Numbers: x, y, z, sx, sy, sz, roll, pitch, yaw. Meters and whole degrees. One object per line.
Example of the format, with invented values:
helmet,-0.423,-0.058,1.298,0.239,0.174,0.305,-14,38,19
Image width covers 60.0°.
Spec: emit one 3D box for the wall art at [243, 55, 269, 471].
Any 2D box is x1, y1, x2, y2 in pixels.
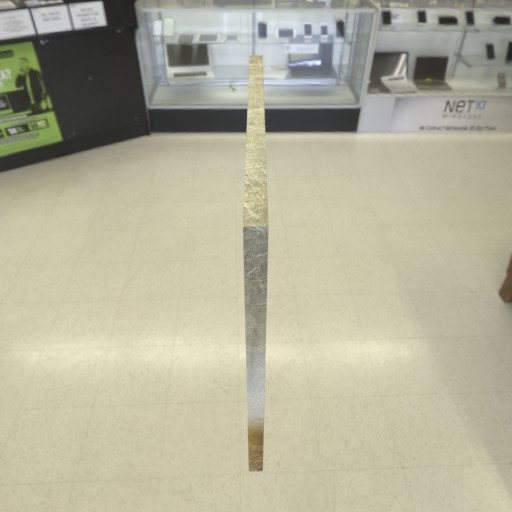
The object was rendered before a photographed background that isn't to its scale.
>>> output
wall art,0.000,0.000,1.642,0.051,1.091,1.092,0,41,0
